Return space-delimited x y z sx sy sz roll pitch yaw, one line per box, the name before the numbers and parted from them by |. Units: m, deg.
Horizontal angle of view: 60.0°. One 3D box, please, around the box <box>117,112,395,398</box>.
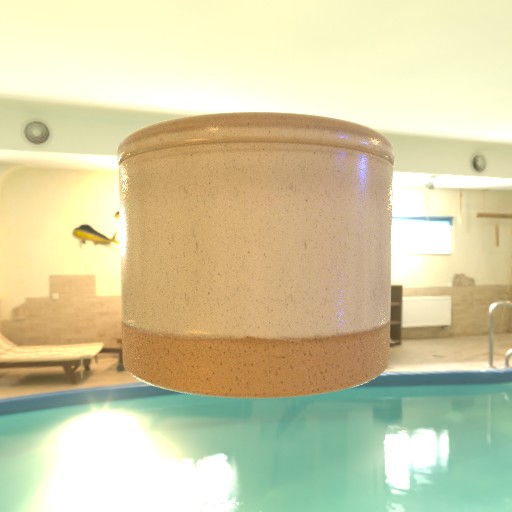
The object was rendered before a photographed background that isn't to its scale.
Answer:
box | 0.000 0.000 0.258 0.154 0.123 0.154 0 1 0
